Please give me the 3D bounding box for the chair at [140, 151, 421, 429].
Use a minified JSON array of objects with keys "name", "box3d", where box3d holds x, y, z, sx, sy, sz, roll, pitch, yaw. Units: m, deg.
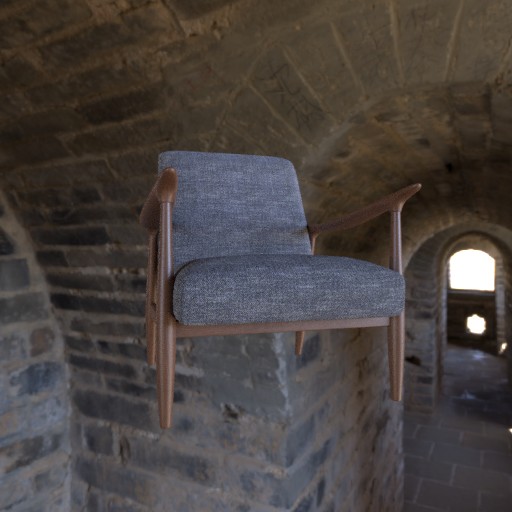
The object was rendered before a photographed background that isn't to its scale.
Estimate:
[{"name":"chair","box3d":[0.000,0.000,1.458,0.741,0.832,0.798,0,-1,-18]}]
